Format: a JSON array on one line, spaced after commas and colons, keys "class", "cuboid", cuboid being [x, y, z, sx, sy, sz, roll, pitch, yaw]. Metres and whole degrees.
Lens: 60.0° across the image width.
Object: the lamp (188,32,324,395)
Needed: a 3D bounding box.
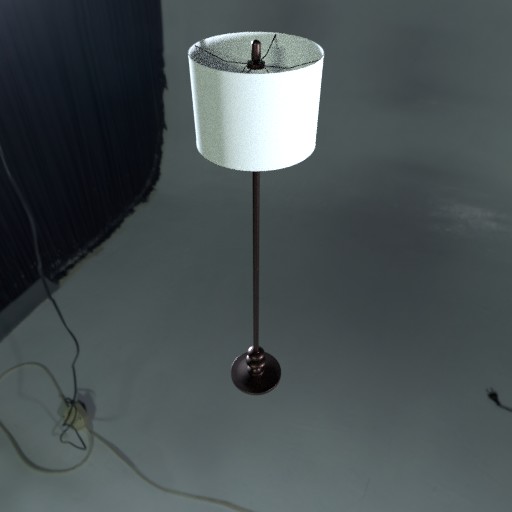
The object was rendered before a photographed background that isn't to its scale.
[{"class": "lamp", "cuboid": [0.000, 0.000, 1.637, 0.356, 1.487, 0.356, 13, 43, 14]}]
